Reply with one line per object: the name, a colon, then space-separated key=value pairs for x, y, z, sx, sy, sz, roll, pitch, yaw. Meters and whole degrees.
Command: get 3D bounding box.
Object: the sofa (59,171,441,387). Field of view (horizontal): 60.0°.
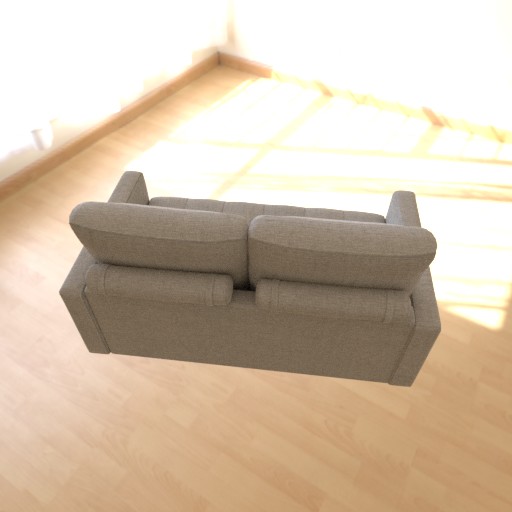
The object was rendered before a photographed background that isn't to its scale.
sofa: x=0.000 y=0.000 z=1.944 sx=1.407 sy=0.907 sz=0.842 roll=5 pitch=47 yaw=5
